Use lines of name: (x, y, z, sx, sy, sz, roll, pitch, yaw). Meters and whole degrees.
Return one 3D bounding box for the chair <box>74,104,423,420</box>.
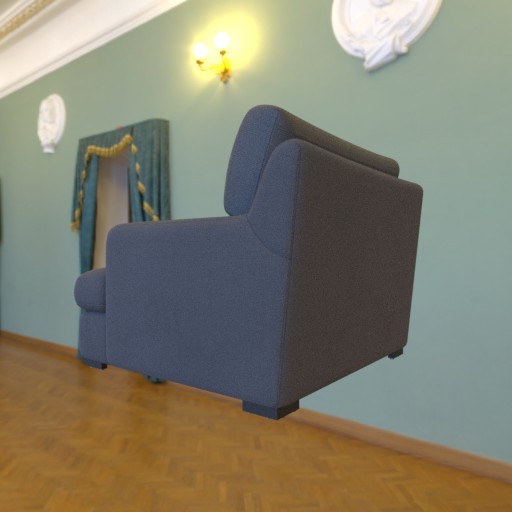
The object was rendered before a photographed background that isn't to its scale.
chair: (0.000, 0.000, 1.969, 1.143, 0.940, 1.168, 0, 1, 37)
